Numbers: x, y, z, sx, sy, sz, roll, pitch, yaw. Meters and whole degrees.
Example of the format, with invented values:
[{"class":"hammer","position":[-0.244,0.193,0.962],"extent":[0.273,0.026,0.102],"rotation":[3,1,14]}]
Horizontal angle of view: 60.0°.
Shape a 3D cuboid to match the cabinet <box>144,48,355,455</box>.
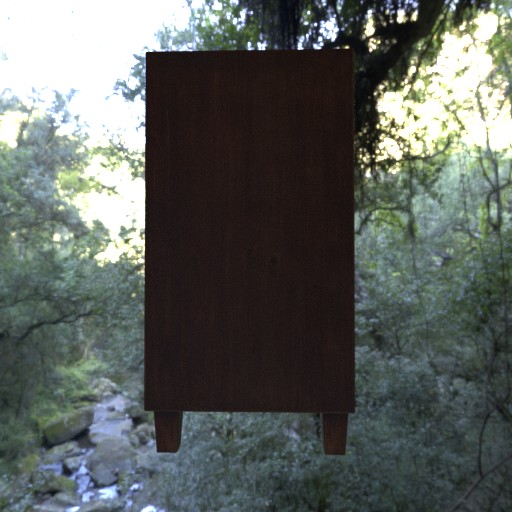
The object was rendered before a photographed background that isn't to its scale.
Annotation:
[{"class":"cabinet","position":[0.000,0.000,1.245],"extent":[0.412,0.785,0.796],"rotation":[0,-1,2]}]
